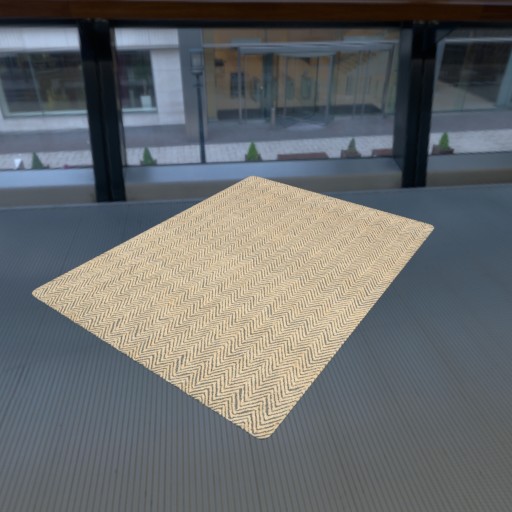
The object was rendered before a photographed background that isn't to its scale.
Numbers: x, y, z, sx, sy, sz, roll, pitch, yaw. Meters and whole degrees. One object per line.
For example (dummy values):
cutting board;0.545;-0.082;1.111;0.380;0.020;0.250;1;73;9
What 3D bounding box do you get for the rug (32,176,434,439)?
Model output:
rug;0.000;0.000;4.252;2.439;0.014;3.207;21;38;30
